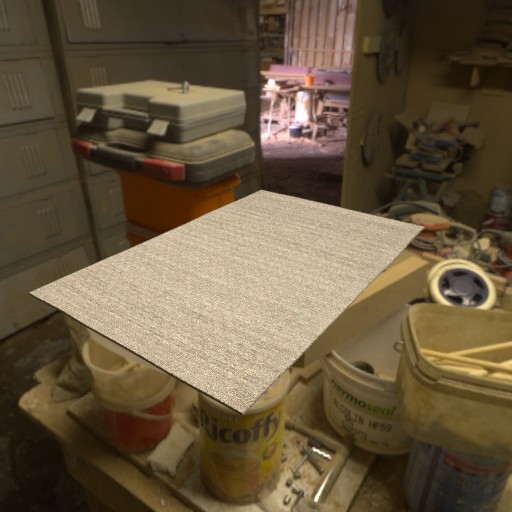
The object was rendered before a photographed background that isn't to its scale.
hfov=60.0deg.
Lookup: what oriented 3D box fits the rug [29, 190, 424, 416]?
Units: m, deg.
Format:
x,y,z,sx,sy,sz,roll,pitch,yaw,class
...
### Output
x,y,z,sx,sy,sz,roll,pitch,yaw,class
0.000,0.000,2.950,1.532,0.018,2.297,18,32,32,rug
